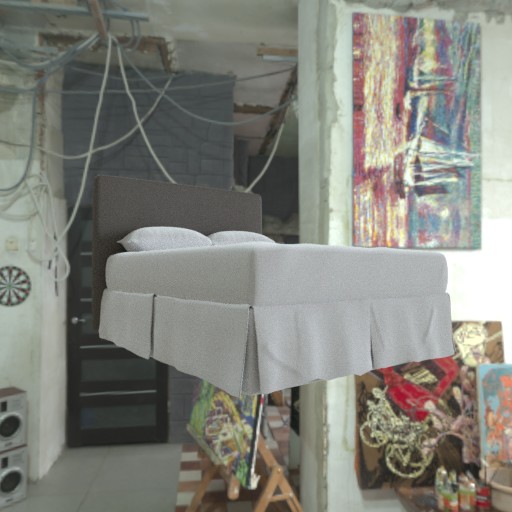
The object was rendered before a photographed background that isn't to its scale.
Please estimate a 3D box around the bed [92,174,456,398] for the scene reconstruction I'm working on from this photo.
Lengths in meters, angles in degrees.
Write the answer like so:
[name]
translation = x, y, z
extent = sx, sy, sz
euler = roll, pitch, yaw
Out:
[bed]
translation = 0.000, 0.000, 3.208
extent = 1.723, 1.330, 2.142
euler = 1, -2, -37
